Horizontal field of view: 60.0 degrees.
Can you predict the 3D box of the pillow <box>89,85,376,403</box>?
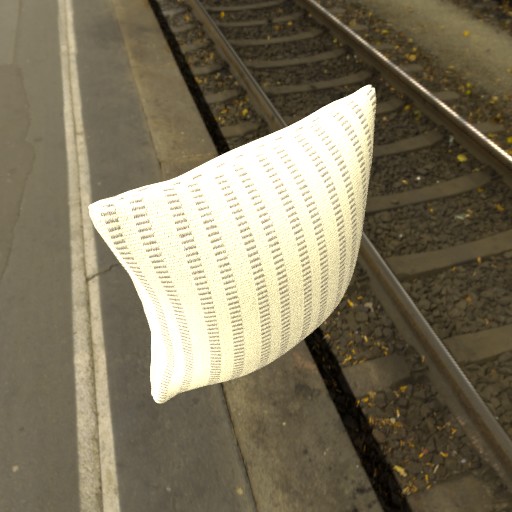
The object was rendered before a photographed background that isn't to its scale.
[{"bbox_3d":[0.000,0.000,0.685,0.438,0.419,0.247,-31,54,-26],"label":"pillow"}]
